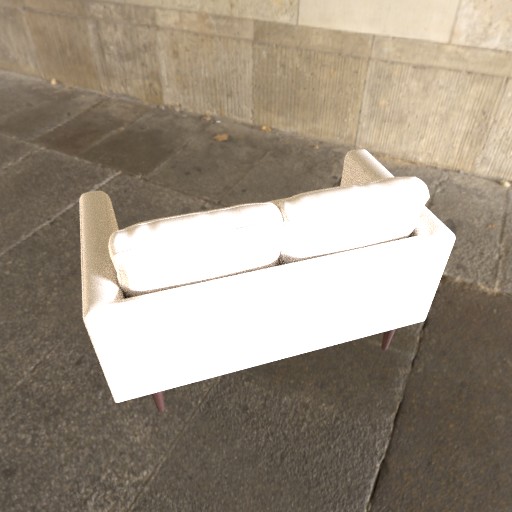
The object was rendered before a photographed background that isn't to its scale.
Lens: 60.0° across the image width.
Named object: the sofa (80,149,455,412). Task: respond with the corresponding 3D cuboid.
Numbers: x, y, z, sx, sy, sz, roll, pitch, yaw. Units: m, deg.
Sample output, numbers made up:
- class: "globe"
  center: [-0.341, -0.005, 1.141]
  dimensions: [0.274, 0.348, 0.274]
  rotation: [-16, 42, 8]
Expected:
- class: "sofa"
  center: [0.000, 0.000, 2.024]
  dimensions: [1.430, 0.908, 0.796]
  rotation: [-12, 42, -13]
